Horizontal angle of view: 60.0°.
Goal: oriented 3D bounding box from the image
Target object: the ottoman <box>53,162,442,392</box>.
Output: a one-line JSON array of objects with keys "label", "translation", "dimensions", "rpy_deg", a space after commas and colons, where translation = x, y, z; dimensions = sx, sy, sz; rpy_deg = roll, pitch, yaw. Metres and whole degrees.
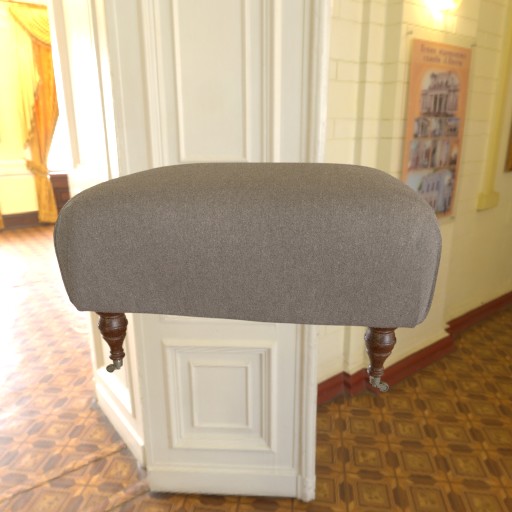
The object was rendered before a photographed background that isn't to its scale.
[{"label": "ottoman", "translation": [0.000, 0.000, 1.105], "dimensions": [0.747, 0.450, 0.622], "rpy_deg": [2, 17, 7]}]
